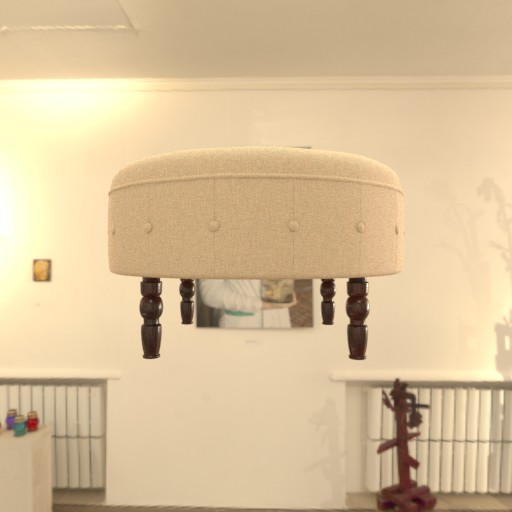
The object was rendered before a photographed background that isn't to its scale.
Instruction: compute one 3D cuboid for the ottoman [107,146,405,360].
[{"bbox_3d":[0.000,0.000,1.340,0.848,0.494,0.848,0,1,0],"label":"ottoman"}]
